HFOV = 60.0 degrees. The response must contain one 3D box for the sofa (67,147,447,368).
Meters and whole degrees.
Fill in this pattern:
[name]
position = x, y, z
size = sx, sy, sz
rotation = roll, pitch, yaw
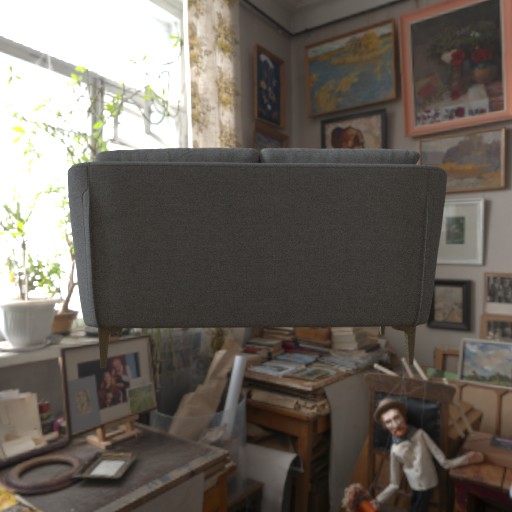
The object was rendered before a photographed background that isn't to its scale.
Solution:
[sofa]
position = 0.000, 0.000, 2.114
size = 1.619, 0.904, 0.960
rotation = 0, -1, -2
